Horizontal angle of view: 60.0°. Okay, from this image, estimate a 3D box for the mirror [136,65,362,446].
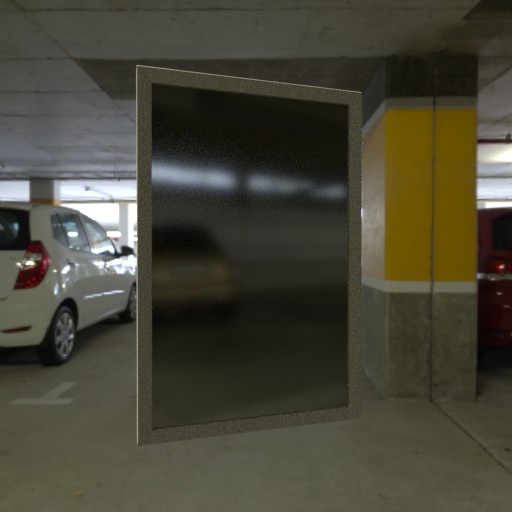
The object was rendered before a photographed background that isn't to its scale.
[{"bbox_3d":[0.000,0.000,1.173,0.609,0.914,0.041,0,1,-17],"label":"mirror"}]
